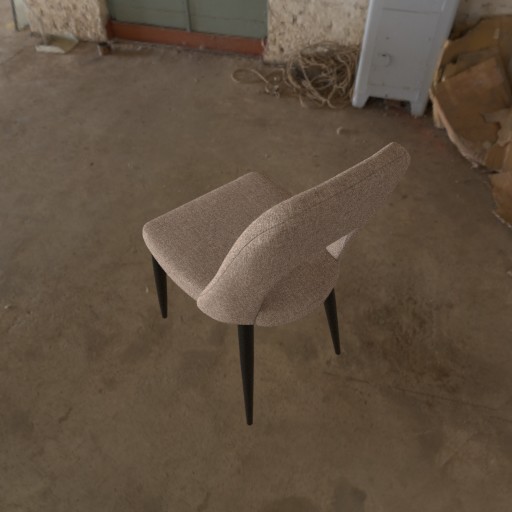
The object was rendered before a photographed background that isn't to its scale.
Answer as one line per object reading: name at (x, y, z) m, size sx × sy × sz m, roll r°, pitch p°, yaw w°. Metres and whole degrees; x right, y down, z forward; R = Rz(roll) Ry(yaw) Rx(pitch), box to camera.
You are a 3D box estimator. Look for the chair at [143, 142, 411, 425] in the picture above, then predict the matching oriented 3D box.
chair at (0.000, 0.000, 1.282) m, size 0.470 × 0.931 × 0.612 m, roll -31°, pitch 55°, yaw -25°
